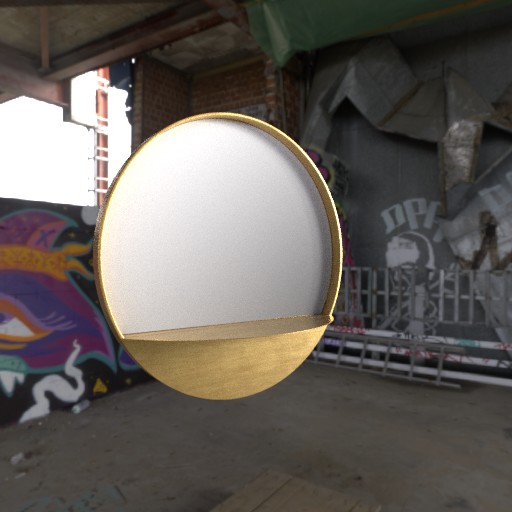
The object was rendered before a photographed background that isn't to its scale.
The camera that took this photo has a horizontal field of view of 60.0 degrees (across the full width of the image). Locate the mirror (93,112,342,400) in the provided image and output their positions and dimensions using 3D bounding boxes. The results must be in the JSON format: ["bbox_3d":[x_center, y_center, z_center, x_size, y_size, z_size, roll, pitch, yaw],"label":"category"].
[{"bbox_3d":[0.000,0.000,0.686,0.457,0.457,0.133,0,0,-35],"label":"mirror"}]
